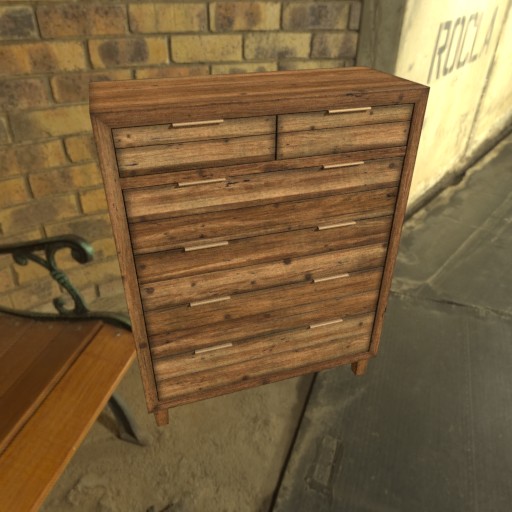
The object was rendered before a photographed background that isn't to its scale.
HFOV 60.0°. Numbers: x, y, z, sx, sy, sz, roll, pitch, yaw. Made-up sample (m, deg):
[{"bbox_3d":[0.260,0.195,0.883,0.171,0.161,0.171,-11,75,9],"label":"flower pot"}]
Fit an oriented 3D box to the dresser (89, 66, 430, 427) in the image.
[{"bbox_3d":[0.000,0.000,1.848,1.067,1.359,0.438,-10,33,-15],"label":"dresser"}]
